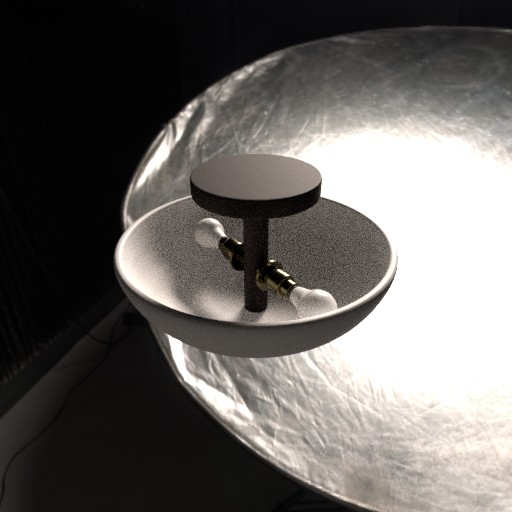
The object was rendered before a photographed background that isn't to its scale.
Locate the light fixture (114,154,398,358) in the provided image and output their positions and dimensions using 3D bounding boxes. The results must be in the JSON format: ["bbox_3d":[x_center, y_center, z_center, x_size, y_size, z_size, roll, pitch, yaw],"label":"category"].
[{"bbox_3d":[0.000,0.000,0.544,0.331,0.212,0.331,0,31,0],"label":"light fixture"}]
